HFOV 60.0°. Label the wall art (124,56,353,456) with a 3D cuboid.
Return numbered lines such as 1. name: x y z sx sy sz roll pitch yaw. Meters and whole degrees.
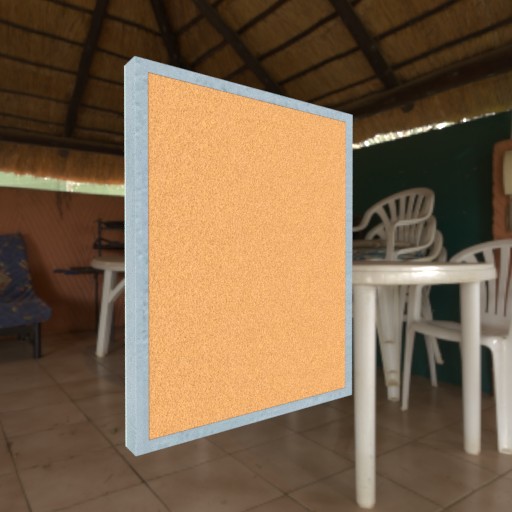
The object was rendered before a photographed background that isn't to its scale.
1. wall art: 0.000 0.000 0.699 0.409 0.509 0.037 0 1 -36
